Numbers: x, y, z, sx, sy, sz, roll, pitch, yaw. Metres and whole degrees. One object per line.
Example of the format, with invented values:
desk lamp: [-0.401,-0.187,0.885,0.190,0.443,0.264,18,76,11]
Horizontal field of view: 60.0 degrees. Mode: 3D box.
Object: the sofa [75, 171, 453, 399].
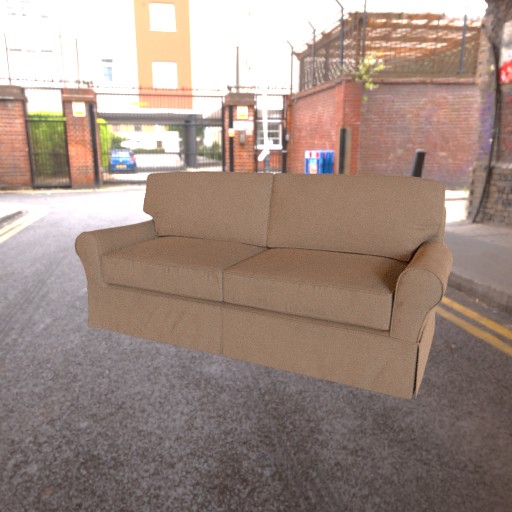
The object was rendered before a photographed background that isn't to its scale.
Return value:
sofa: [0.000,0.000,2.788,2.246,1.014,0.900,6,15,26]
